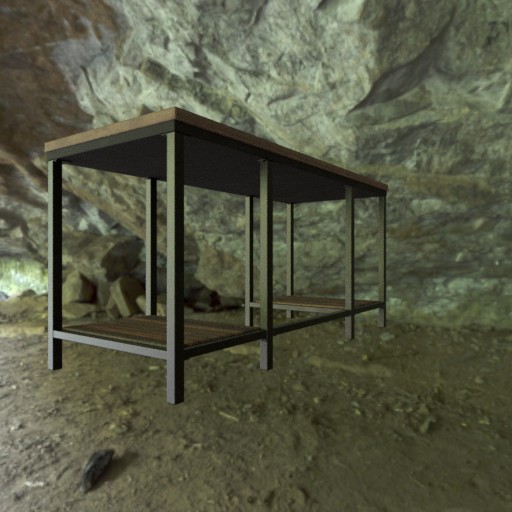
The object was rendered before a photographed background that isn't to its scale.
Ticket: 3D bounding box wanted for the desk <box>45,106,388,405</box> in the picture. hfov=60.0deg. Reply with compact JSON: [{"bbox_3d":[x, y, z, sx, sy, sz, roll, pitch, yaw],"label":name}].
[{"bbox_3d":[0.000,0.000,1.915,0.617,0.753,1.538,0,0,36],"label":"desk"}]
